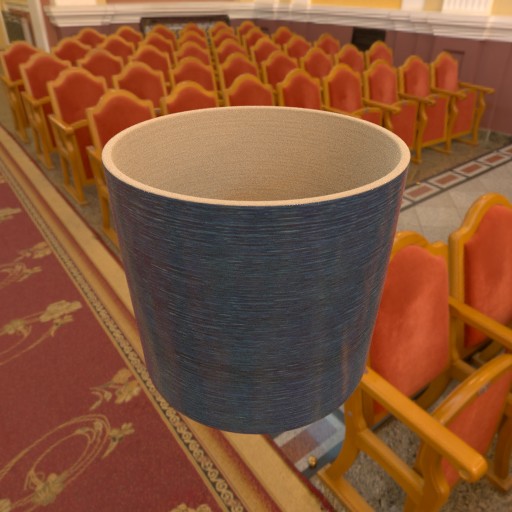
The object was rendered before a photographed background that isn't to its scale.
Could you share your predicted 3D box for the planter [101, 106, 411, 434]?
[{"bbox_3d":[0.000,0.000,0.384,0.221,0.201,0.221,0,32,0],"label":"planter"}]
